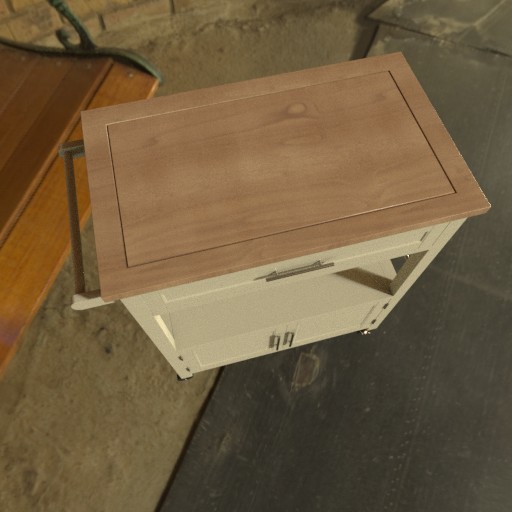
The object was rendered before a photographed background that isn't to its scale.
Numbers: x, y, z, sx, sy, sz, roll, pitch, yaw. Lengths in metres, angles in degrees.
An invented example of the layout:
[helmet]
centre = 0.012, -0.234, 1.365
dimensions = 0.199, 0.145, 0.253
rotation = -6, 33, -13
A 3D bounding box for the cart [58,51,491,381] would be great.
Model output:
[cart]
centre = 0.000, 0.000, 1.327
dimensions = 0.840, 0.901, 0.459
rotation = -13, 65, -6
